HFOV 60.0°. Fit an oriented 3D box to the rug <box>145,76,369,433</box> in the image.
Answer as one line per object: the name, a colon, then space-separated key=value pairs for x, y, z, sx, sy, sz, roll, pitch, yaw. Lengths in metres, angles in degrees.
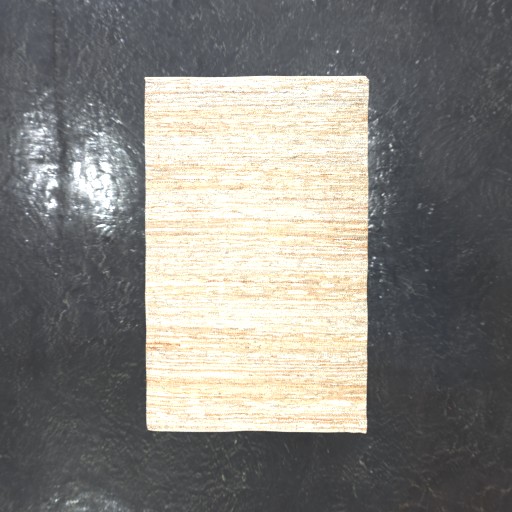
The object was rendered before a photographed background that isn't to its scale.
rug: x=0.000 y=0.000 z=3.041 sx=1.529 sy=0.009 sz=2.446 roll=0 pitch=91 yaw=1
